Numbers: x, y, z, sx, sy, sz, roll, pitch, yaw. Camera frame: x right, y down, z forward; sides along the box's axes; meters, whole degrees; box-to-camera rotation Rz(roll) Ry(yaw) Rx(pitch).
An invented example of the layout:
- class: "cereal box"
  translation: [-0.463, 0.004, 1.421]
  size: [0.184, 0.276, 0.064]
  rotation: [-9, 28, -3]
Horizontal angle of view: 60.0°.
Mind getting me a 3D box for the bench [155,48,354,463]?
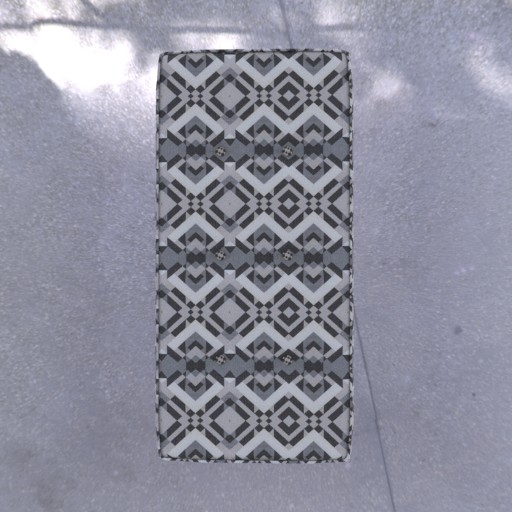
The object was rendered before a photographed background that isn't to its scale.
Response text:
- class: "bench"
  translation: [0.000, 0.000, 1.297]
  size: [0.492, 0.477, 1.016]
  rotation: [0, 90, 1]
